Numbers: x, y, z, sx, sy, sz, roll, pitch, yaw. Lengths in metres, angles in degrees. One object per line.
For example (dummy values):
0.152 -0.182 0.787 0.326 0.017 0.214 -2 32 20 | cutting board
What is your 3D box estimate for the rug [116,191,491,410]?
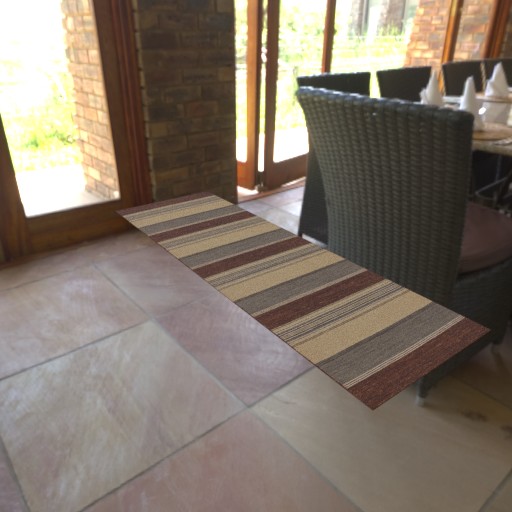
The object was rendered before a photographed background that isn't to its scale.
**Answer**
0.000 0.000 2.633 0.792 0.006 2.437 -18 32 -32 | rug
